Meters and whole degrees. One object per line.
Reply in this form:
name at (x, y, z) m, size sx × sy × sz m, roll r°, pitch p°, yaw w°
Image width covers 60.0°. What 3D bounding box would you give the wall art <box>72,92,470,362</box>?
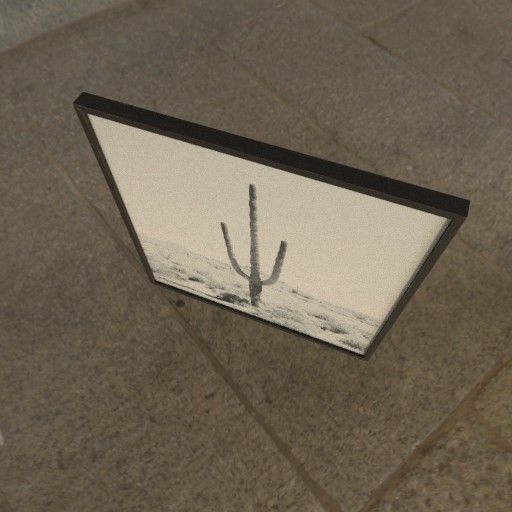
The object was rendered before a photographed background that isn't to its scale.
wall art at (0.000, 0.000, 1.136) m, size 0.762 × 0.762 × 0.038 m, roll 18°, pitch 61°, yaw 11°
